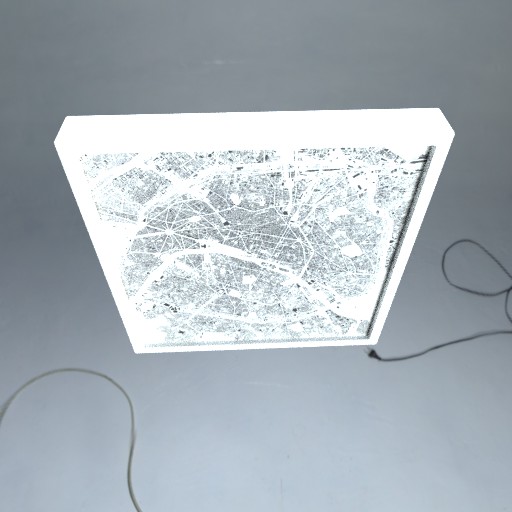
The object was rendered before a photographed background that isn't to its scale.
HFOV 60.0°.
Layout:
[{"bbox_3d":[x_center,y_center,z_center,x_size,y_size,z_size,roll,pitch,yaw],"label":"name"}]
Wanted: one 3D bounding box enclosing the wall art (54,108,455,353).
[{"bbox_3d":[0.000,0.000,0.459,0.305,0.305,0.038,-2,47,-2],"label":"wall art"}]
